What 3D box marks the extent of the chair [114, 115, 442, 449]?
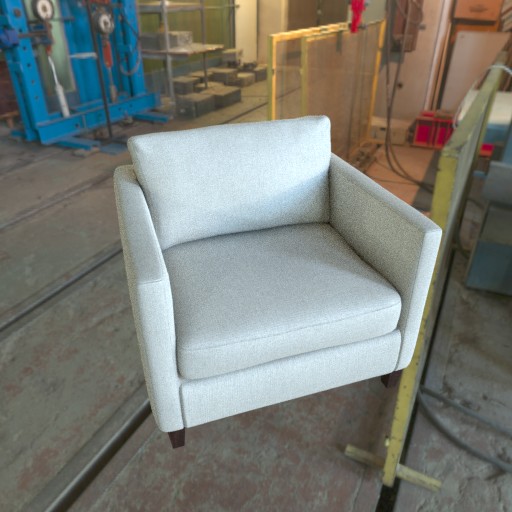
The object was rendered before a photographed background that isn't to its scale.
[{"bbox_3d":[0.000,0.000,1.767,0.996,0.919,0.959,-10,33,-16],"label":"chair"}]
